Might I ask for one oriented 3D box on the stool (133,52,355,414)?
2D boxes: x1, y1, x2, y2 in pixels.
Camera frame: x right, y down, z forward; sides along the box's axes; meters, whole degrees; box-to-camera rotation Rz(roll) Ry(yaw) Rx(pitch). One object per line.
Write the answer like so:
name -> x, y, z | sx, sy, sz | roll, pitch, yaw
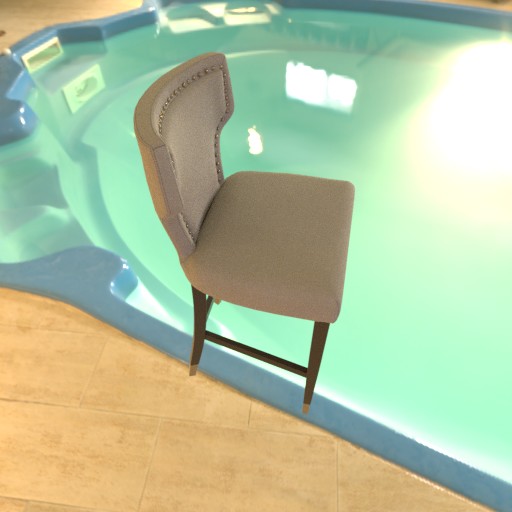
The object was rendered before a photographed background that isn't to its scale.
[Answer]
stool -> 0.000, 0.000, 1.439 | 0.563, 1.092, 0.526 | 9, 48, 9
